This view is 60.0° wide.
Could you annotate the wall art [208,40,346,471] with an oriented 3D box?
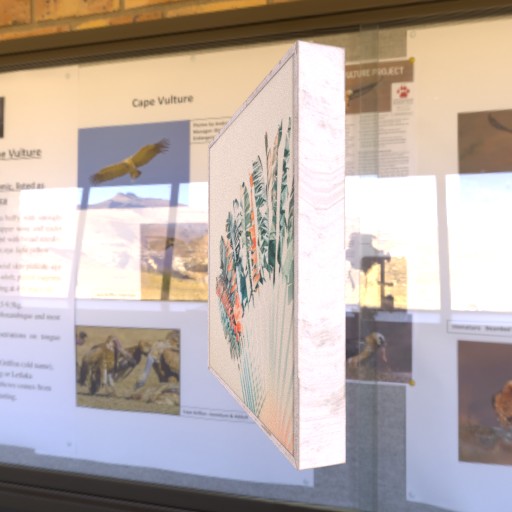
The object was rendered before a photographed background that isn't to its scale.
[{"bbox_3d":[0.000,0.000,0.462,0.038,0.303,0.305,0,0,-18],"label":"wall art"}]
